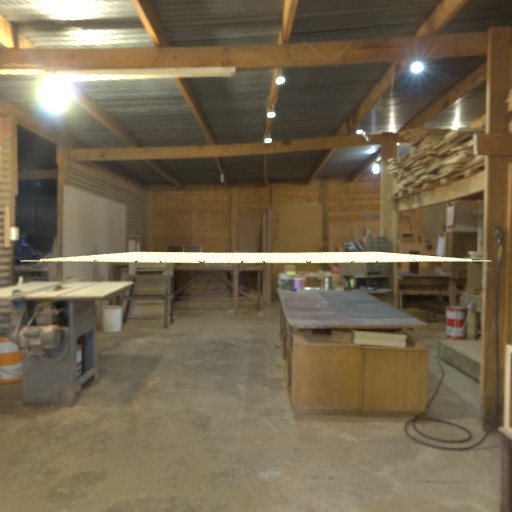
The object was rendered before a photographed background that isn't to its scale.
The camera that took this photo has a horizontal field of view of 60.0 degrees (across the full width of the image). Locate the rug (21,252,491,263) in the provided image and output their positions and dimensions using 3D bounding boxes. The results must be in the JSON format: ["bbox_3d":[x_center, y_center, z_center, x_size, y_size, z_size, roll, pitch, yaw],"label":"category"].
[{"bbox_3d":[0.000,0.000,4.166,3.221,0.026,2.342,0,2,0],"label":"rug"}]
